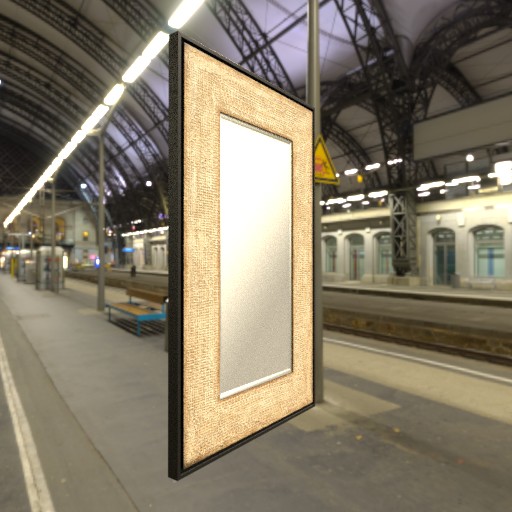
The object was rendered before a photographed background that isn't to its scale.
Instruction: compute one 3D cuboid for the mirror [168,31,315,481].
[{"bbox_3d":[0.000,0.000,1.517,0.038,1.219,0.762,0,-1,37],"label":"mirror"}]
